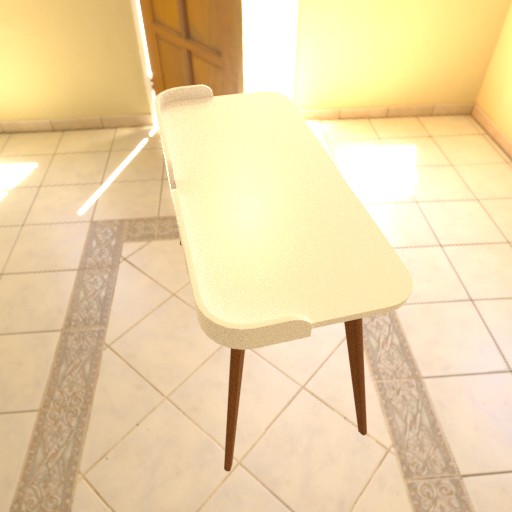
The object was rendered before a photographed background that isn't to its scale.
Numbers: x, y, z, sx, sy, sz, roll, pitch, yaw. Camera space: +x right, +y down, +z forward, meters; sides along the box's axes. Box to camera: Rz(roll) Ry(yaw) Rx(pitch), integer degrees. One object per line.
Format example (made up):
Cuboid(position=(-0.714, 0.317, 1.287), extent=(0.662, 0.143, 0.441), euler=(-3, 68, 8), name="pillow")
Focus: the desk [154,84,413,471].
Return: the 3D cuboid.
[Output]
Cuboid(position=(0.000, 0.000, 1.649), extent=(0.534, 0.807, 1.206), euler=(-10, 46, -10), name="desk")
